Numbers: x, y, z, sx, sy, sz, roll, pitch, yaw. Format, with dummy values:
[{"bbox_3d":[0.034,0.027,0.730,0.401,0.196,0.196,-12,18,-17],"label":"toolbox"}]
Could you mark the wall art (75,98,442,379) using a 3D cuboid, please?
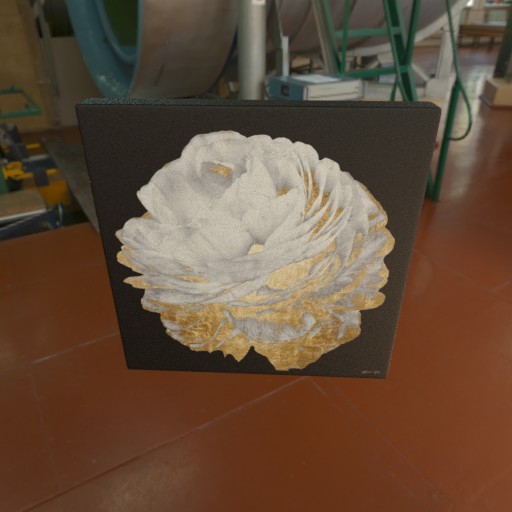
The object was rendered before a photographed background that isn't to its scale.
[{"bbox_3d":[0.000,0.000,0.607,0.406,0.407,0.041,1,30,2],"label":"wall art"}]
